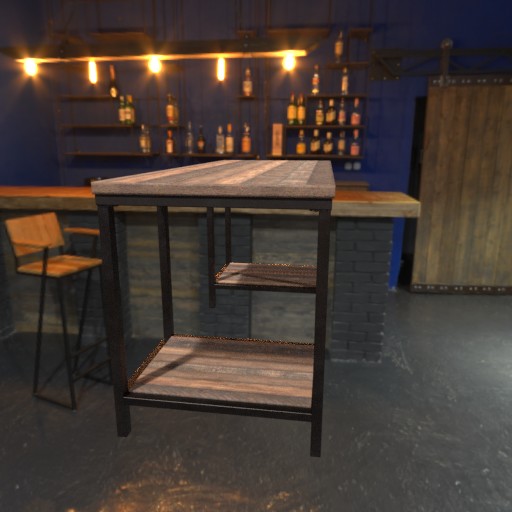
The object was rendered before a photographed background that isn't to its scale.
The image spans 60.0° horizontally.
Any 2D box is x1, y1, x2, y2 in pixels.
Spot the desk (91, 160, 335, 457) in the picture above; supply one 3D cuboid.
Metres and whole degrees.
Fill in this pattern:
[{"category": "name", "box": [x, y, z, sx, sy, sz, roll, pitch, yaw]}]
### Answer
[{"category": "desk", "box": [0.000, 0.000, 1.919, 0.617, 0.753, 1.538, 2, 14, 9]}]
